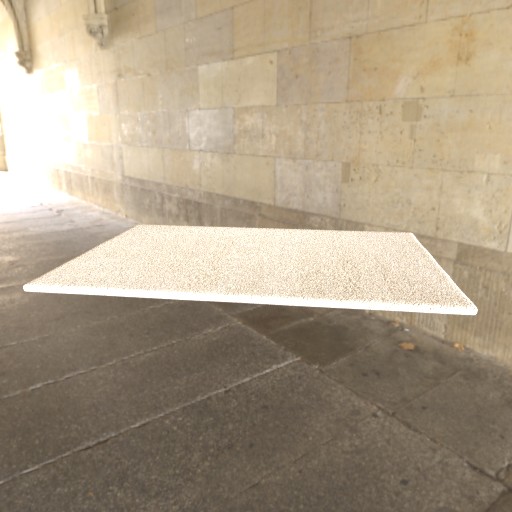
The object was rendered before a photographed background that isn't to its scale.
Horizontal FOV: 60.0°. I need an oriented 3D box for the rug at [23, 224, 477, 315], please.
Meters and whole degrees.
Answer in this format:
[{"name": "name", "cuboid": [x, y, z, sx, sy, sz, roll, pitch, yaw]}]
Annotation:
[{"name": "rug", "cuboid": [0.000, 0.000, 2.283, 1.778, 0.030, 1.219, 2, 16, 8]}]
